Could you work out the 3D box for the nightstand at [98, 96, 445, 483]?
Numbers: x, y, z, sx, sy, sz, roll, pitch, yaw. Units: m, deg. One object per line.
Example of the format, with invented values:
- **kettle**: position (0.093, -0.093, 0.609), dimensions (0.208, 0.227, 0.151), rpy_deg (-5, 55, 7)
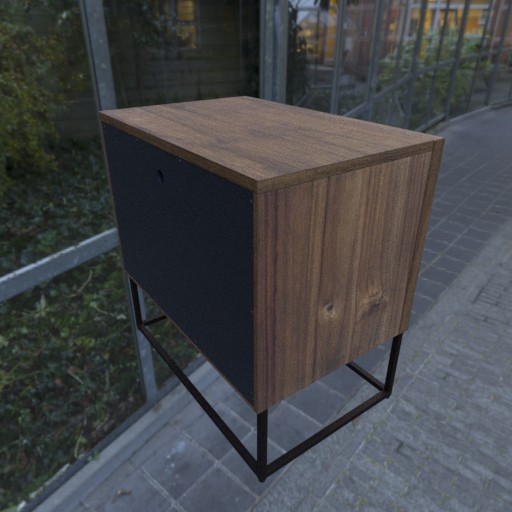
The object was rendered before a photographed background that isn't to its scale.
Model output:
- **nightstand**: position (0.000, 0.000, 1.033), dimensions (0.437, 0.610, 0.610), rpy_deg (-19, 33, -31)
